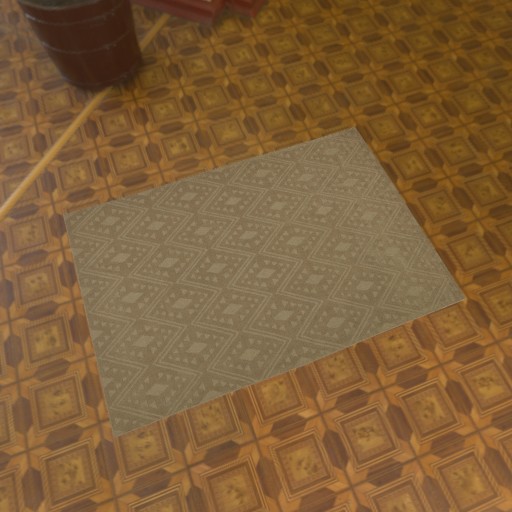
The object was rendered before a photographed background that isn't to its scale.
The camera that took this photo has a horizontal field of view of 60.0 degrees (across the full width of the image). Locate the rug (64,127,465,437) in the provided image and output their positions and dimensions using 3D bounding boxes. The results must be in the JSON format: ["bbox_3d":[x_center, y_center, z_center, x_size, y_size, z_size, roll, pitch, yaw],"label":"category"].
[{"bbox_3d":[0.000,0.000,2.376,1.829,0.034,1.252,-19,65,-9],"label":"rug"}]
